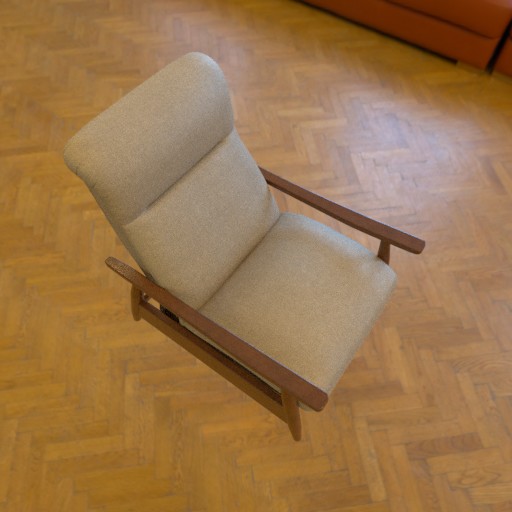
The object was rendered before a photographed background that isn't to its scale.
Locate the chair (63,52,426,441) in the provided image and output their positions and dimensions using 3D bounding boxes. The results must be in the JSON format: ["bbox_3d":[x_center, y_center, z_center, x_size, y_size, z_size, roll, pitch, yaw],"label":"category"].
[{"bbox_3d":[0.000,0.000,1.722,1.030,1.082,0.762,31,62,19],"label":"chair"}]
